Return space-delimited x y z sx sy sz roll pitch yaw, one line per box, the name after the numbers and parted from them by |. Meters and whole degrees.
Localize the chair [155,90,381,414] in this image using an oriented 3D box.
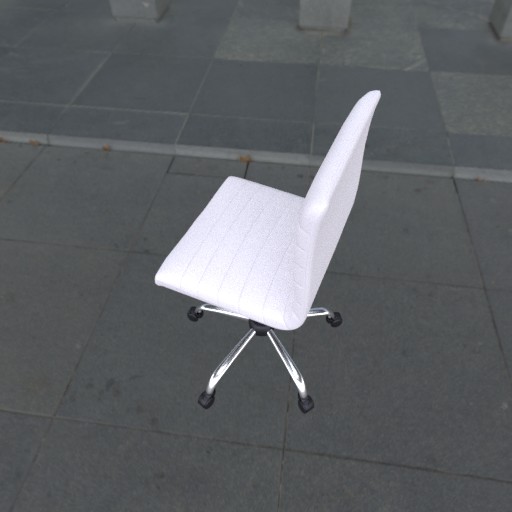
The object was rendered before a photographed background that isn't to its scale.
0.000 0.000 1.062 0.455 0.750 0.520 17 50 15 | chair
